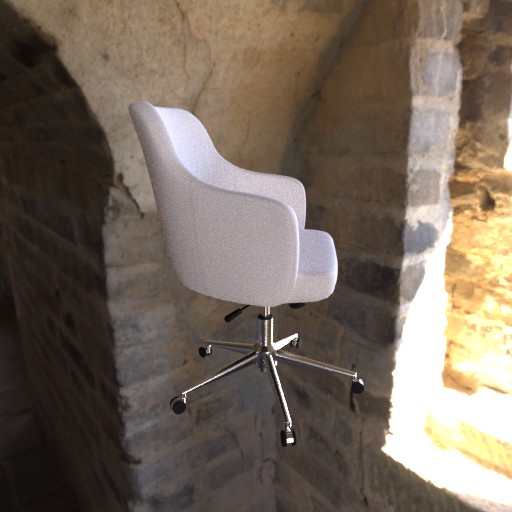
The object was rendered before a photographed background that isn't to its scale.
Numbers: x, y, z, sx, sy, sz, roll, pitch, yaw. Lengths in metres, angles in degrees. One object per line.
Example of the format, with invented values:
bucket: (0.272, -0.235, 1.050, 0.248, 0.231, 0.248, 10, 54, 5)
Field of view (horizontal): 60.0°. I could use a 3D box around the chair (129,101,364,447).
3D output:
chair: (0.000, 0.000, 1.261, 0.647, 0.819, 0.602, 2, 15, 7)
